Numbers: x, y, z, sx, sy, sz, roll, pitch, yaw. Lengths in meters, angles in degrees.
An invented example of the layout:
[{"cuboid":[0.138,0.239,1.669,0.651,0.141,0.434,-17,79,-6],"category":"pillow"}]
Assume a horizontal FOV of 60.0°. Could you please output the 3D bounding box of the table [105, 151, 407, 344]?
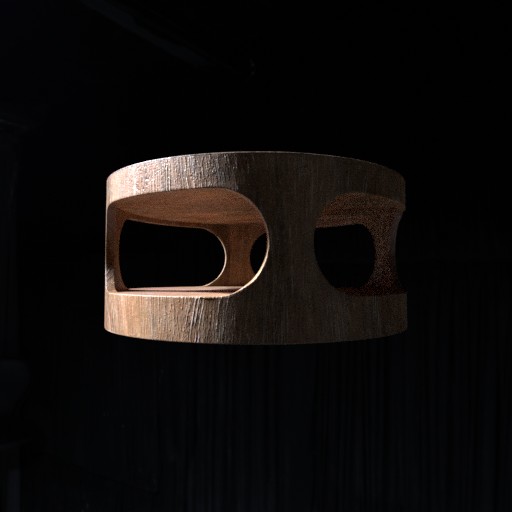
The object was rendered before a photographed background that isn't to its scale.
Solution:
[{"cuboid":[0.000,0.000,1.518,0.974,0.450,0.974,0,-2,0],"category":"table"}]
